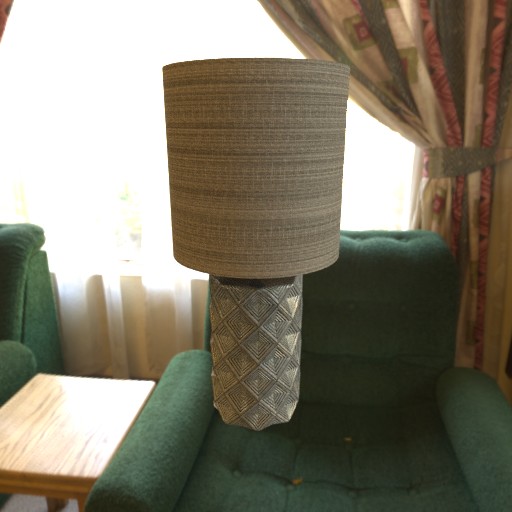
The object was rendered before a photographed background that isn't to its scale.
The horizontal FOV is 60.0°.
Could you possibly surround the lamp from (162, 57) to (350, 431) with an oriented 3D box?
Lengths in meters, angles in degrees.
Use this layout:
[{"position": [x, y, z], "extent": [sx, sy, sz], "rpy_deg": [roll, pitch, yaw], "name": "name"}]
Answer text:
[{"position": [0.000, 0.000, 0.727], "extent": [0.268, 0.566, 0.269], "rpy_deg": [-3, 17, -9], "name": "lamp"}]
